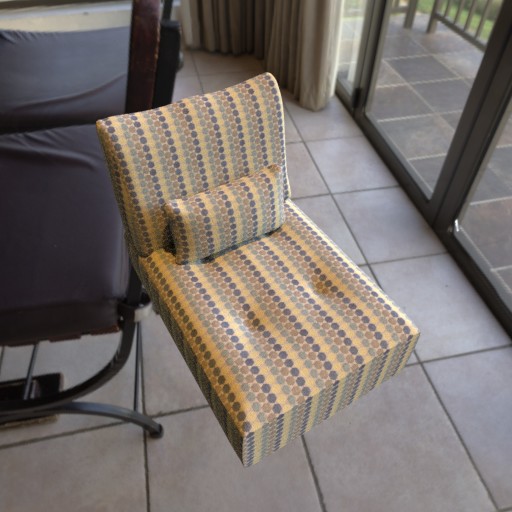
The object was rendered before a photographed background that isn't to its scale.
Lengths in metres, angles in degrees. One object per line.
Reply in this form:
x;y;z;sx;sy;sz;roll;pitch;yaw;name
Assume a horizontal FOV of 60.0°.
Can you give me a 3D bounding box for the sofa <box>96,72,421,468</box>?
0.000;0.000;1.569;0.700;0.820;1.000;-24;52;-20;sofa
